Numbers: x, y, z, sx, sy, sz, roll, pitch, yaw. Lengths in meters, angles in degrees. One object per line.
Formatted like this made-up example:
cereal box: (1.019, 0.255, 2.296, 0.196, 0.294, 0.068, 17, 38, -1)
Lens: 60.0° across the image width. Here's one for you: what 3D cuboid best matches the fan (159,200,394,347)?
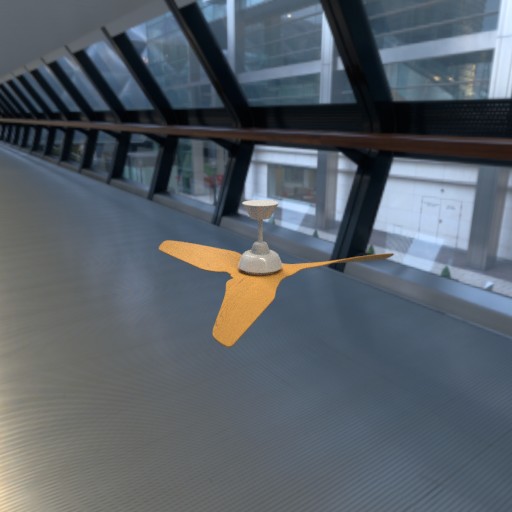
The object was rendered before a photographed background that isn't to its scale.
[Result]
fan: (0.000, 0.000, 1.673, 1.142, 0.355, 1.010, 3, 16, 9)
